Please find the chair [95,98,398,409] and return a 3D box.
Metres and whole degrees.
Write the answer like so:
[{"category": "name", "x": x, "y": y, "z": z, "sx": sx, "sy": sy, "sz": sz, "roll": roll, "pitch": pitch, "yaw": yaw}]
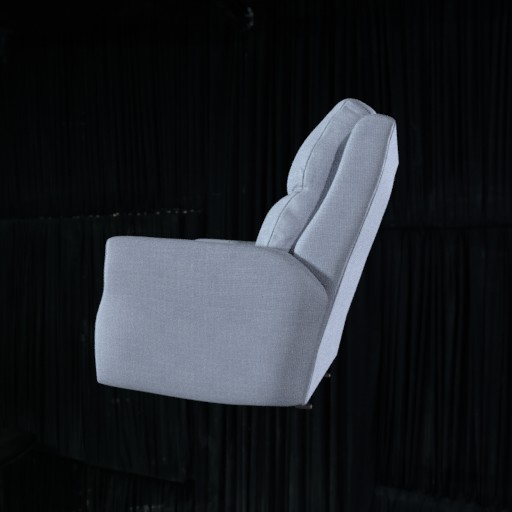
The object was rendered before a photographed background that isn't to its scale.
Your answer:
[{"category": "chair", "x": 0.000, "y": 0.000, "z": 1.782, "sx": 1.080, "sy": 1.030, "sz": 0.829, "roll": 0, "pitch": 1, "yaw": 19}]
